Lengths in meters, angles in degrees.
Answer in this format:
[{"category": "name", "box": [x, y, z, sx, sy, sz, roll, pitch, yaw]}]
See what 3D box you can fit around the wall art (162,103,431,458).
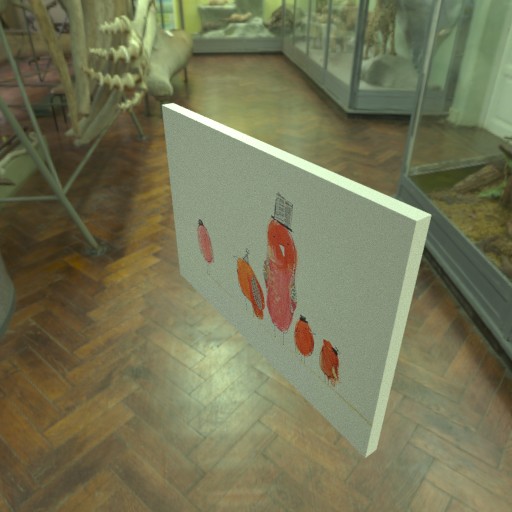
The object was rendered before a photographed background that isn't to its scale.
[{"category": "wall art", "box": [0.000, 0.000, 1.176, 0.038, 0.609, 0.914, -21, 38, -29]}]
